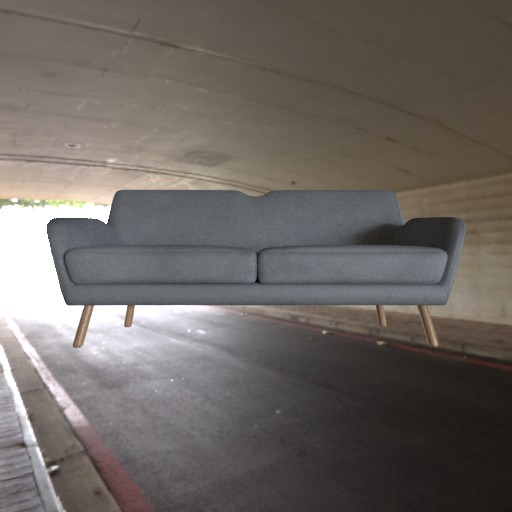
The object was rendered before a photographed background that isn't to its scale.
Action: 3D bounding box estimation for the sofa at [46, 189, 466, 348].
[{"bbox_3d":[0.000,0.000,2.312,1.870,0.810,0.850,0,-1,0],"label":"sofa"}]
